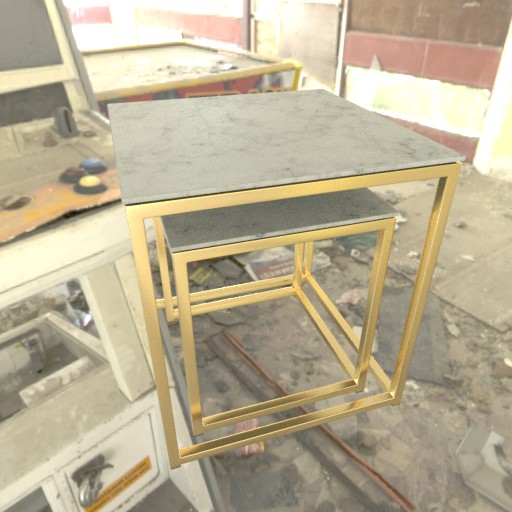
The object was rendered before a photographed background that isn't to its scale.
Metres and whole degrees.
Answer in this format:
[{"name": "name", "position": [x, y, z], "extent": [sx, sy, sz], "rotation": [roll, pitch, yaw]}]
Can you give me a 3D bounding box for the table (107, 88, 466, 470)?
[{"name": "table", "position": [0.000, 0.000, 0.852], "extent": [0.450, 0.500, 0.450], "rotation": [-10, 33, -15]}]
